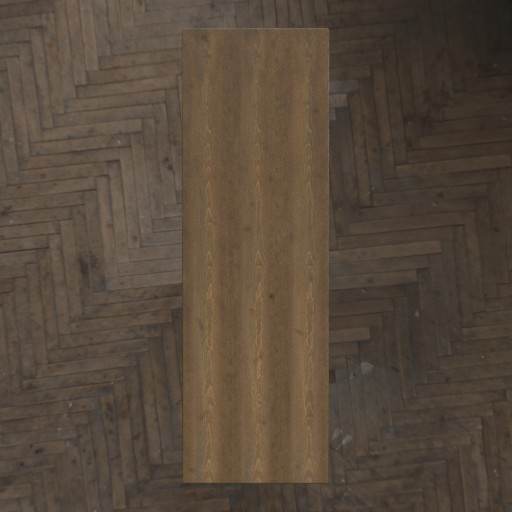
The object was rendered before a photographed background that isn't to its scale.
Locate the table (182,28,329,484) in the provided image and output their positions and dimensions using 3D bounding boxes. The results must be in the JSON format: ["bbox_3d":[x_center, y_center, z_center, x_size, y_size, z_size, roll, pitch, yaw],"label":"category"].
[{"bbox_3d":[0.000,0.000,2.100,0.551,0.902,1.700,0,90,0],"label":"table"}]
